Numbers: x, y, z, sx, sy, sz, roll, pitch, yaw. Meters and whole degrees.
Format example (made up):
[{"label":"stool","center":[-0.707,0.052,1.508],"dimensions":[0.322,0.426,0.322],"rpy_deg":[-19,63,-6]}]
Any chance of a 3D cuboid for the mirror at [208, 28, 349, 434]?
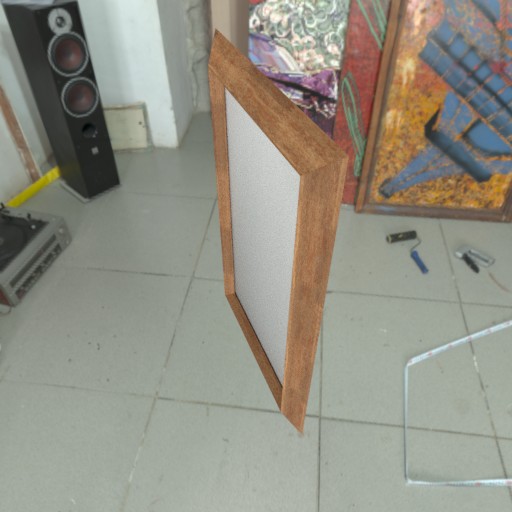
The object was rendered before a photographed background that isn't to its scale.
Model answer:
[{"label":"mirror","center":[0.000,0.000,1.255],"dimensions":[0.047,1.010,0.651],"rpy_deg":[-16,47,-16]}]
